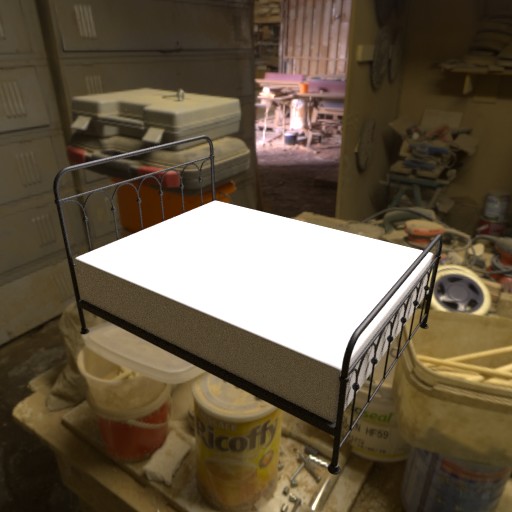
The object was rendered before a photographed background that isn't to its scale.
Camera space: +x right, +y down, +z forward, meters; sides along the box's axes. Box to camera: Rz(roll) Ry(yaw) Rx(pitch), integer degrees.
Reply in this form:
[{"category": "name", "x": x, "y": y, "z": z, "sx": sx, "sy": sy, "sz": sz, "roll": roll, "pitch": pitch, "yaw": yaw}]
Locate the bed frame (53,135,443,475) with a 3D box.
[{"category": "bed frame", "x": 0.000, "y": 0.000, "z": 3.204, "sx": 2.203, "sy": 1.276, "sz": 1.664, "roll": 17, "pitch": 31, "yaw": 31}]
